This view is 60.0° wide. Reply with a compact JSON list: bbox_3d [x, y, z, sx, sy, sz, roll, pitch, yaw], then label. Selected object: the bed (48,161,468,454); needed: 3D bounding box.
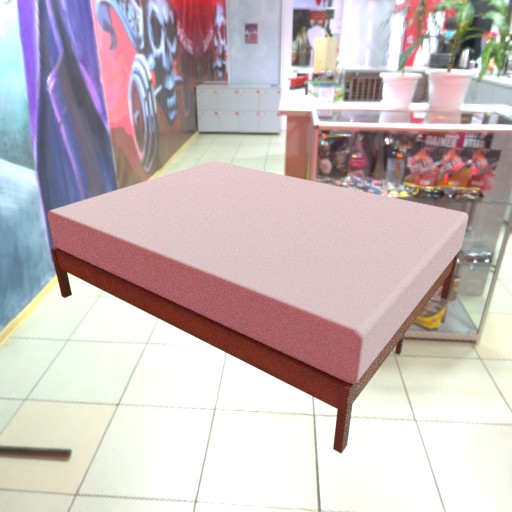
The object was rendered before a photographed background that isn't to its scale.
[{"bbox_3d":[0.000,0.000,2.773,2.050,0.593,1.529,19,32,32],"label":"bed"}]
